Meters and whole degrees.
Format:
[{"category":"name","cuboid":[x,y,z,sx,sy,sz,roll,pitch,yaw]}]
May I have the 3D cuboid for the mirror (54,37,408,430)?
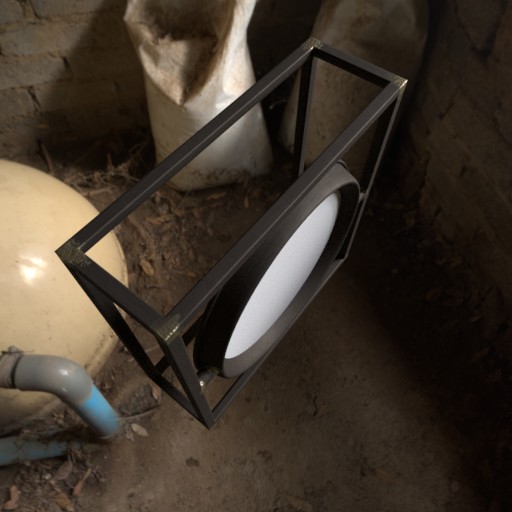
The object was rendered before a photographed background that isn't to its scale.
[{"category":"mirror","cuboid":[0.000,0.000,0.474,0.107,0.303,0.306,34,65,19]}]
